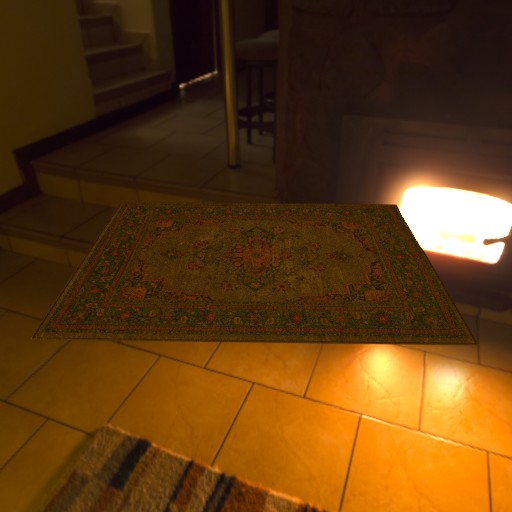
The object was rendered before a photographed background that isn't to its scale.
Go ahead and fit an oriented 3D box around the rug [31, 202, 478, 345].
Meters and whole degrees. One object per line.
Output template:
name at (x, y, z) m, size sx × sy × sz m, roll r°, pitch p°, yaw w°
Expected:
rug at (0.000, 0.000, 2.870) m, size 2.214 × 0.013 × 1.609 m, roll 1°, pitch 32°, yaw 1°
